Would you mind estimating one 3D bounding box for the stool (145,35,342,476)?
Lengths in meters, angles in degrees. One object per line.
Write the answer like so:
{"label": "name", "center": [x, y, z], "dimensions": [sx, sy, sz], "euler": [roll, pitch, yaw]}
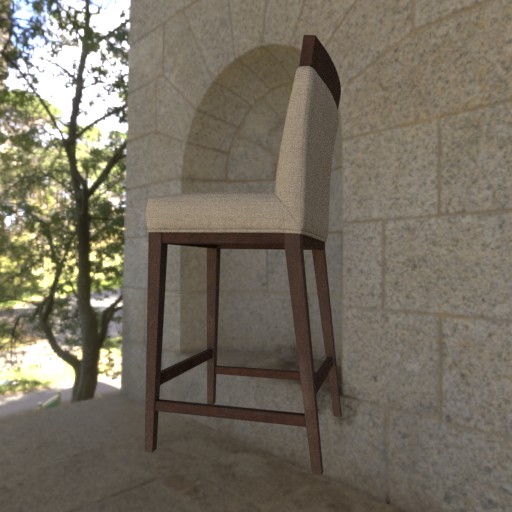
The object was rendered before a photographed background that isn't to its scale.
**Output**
{"label": "stool", "center": [0.000, 0.000, 1.421], "dimensions": [0.531, 1.117, 0.511], "euler": [0, -1, 17]}
